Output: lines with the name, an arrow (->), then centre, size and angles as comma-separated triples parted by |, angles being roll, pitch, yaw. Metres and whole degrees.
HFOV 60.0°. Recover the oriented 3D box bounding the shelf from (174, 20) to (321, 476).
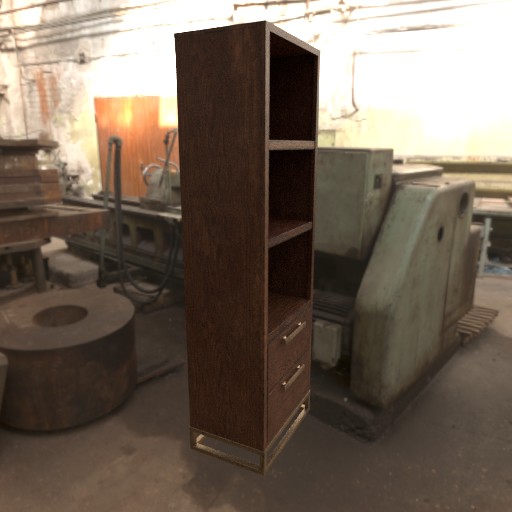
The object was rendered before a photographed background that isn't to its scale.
shelf -> 0.000, 0.000, 1.951 | 0.395, 1.732, 0.539 | 7, 16, 27
